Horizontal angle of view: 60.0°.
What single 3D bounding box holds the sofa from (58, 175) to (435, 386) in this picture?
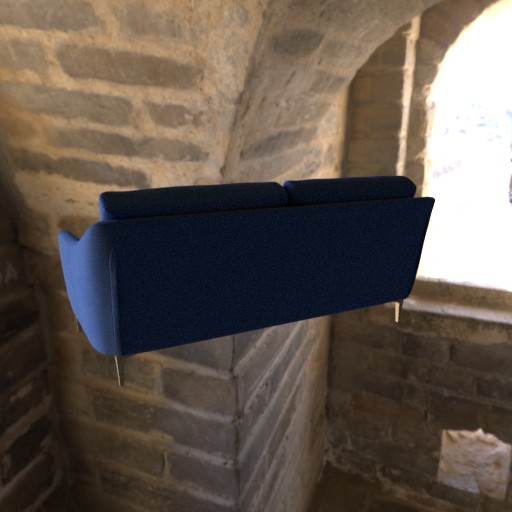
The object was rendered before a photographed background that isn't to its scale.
[{"bbox_3d":[0.000,0.000,2.562,2.036,0.903,0.960,-7,16,-25],"label":"sofa"}]
